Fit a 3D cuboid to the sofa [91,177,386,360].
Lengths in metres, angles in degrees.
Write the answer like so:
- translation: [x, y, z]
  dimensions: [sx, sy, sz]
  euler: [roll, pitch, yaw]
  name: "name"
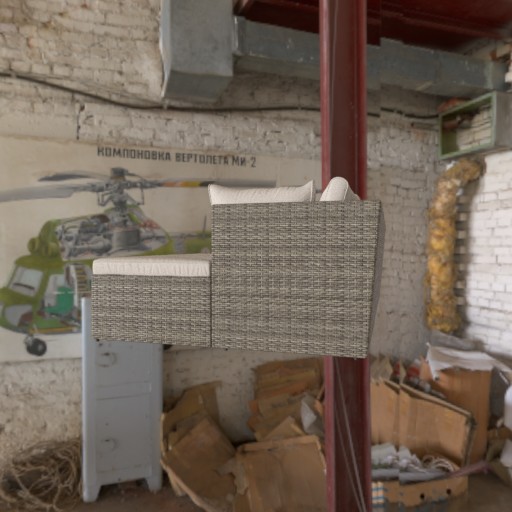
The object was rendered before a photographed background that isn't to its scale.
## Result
- translation: [0.000, 0.000, 2.984]
  dimensions: [1.662, 0.766, 2.192]
  euler: [0, 1, 17]
  name: "sofa"
